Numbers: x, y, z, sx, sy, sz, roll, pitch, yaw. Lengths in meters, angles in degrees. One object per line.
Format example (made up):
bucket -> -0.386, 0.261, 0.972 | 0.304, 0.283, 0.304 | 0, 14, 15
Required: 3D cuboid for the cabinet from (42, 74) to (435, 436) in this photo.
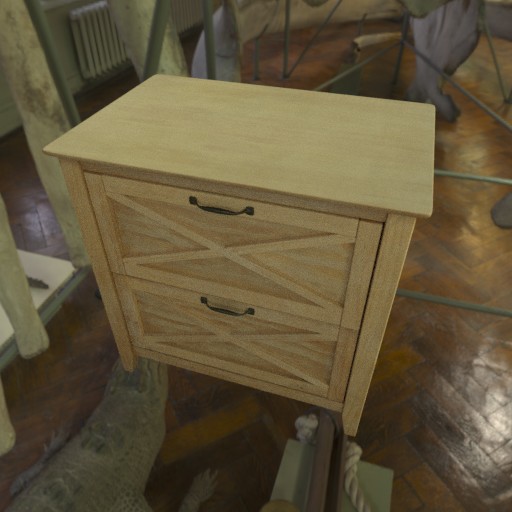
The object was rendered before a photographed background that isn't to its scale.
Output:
cabinet -> 0.000, 0.000, 1.235 | 0.763, 0.762, 0.503 | 12, 41, 14
